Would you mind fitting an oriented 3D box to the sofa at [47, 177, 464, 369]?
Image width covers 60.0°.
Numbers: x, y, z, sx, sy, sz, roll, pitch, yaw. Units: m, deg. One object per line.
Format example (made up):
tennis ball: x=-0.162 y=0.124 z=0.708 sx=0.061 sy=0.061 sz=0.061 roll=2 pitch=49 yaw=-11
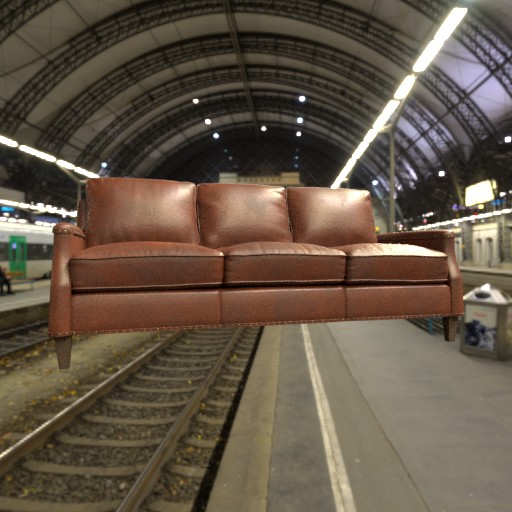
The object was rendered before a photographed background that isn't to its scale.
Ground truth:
sofa: x=0.000 y=0.000 z=2.757 sx=2.240 sy=1.003 sz=1.084 roll=0 pitch=0 yaw=-17
